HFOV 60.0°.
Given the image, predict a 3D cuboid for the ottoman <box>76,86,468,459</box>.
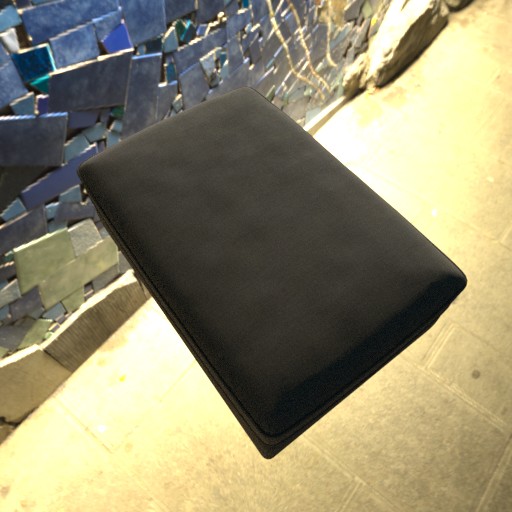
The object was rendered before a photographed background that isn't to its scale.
[{"bbox_3d":[0.000,0.000,1.318,0.636,0.480,0.941,-32,63,-18],"label":"ottoman"}]
